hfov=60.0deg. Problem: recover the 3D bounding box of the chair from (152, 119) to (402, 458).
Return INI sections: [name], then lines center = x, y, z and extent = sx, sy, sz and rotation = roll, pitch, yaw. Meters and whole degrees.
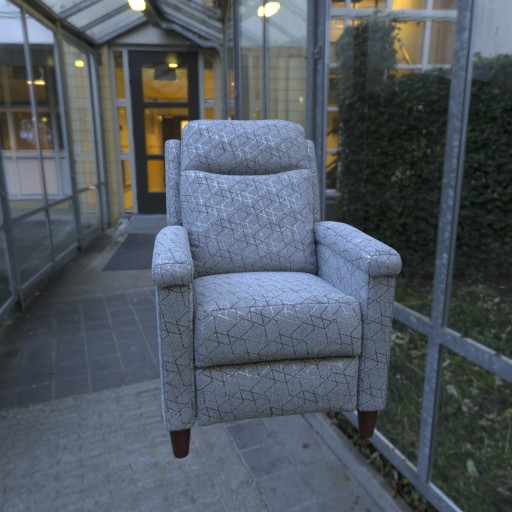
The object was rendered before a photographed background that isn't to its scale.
[chair]
center = 0.000, 0.000, 1.718
extent = 0.753, 1.048, 0.987
rotation = -2, 14, -9
